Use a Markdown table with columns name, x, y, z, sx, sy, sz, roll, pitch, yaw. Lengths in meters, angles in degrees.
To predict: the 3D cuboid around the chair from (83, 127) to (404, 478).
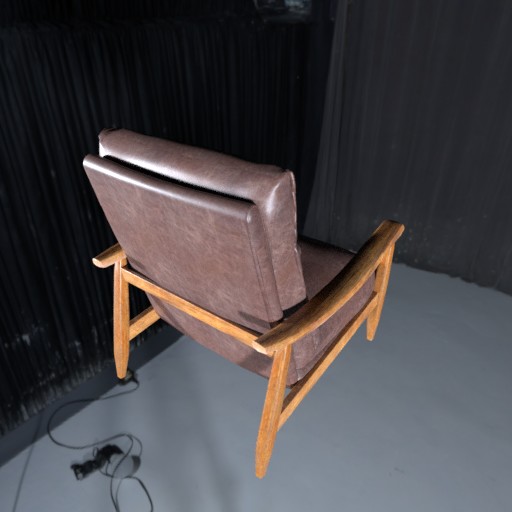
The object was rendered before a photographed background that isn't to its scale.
| name | x | y | z | sx | sy | sz | roll | pitch | yaw |
| --- | --- | --- | --- | --- | --- | --- | --- | --- | --- |
| chair | 0.000 | 0.000 | 1.520 | 0.782 | 0.897 | 0.830 | 21 | 37 | 31 |
